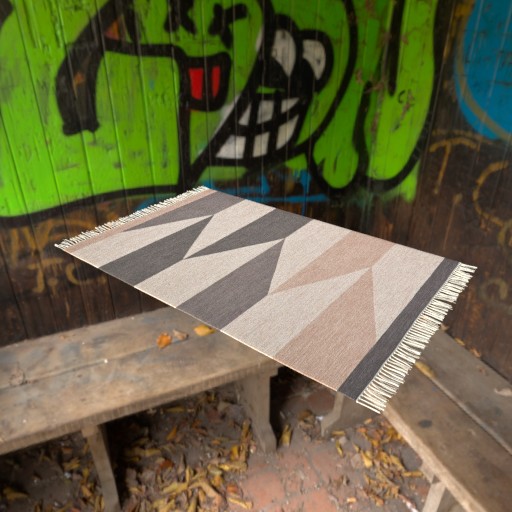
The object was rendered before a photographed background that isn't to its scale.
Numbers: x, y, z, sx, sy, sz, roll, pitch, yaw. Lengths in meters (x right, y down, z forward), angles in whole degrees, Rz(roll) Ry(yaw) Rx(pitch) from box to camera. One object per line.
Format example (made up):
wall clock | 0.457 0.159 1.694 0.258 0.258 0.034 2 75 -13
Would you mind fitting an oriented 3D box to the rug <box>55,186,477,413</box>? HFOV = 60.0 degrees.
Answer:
rug | 0.000 0.000 2.443 2.021 0.027 1.224 21 35 32
